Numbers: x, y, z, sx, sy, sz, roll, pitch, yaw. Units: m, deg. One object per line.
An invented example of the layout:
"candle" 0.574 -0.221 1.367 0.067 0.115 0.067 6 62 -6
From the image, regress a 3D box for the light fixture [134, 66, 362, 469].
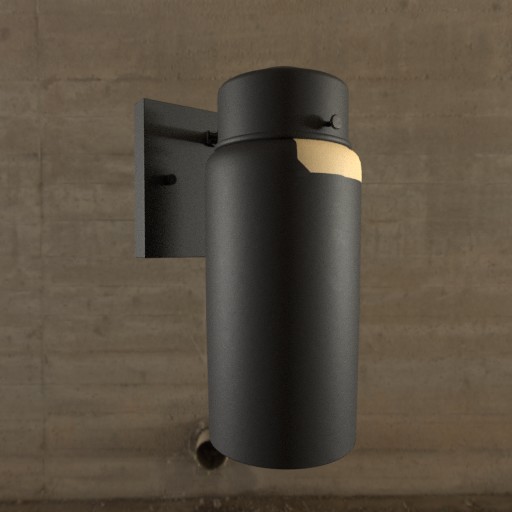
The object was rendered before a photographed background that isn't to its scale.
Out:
"light fixture" 0.000 0.000 0.346 0.130 0.257 0.176 -1 2 -35
